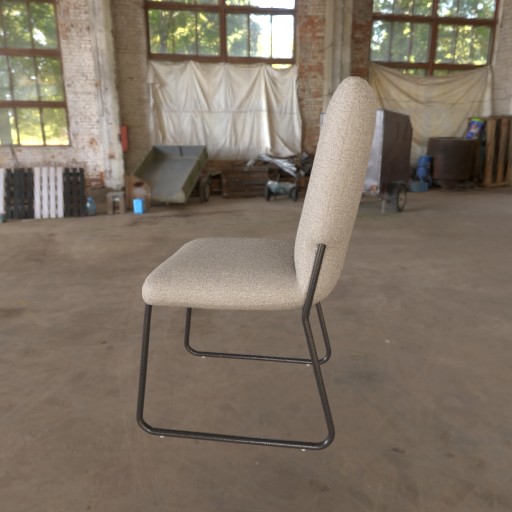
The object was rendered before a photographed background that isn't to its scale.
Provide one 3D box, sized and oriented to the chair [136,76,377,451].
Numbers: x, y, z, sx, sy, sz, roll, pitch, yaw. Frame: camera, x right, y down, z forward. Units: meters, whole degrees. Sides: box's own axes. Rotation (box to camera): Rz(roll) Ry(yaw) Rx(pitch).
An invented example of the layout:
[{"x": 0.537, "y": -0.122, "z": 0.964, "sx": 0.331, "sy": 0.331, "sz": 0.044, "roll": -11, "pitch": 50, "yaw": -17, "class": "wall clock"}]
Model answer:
[{"x": 0.000, "y": 0.000, "z": 1.198, "sx": 0.560, "sy": 0.864, "sz": 0.448, "roll": 2, "pitch": 16, "yaw": 8, "class": "chair"}]
